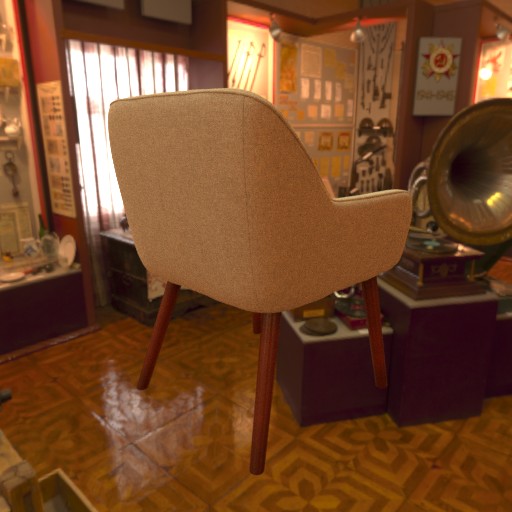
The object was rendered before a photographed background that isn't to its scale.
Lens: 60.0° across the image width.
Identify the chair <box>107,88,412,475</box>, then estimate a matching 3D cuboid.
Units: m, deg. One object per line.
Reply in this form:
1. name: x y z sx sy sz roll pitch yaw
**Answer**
1. chair: 0.000 0.000 1.218 0.610 0.813 0.610 15 21 43
